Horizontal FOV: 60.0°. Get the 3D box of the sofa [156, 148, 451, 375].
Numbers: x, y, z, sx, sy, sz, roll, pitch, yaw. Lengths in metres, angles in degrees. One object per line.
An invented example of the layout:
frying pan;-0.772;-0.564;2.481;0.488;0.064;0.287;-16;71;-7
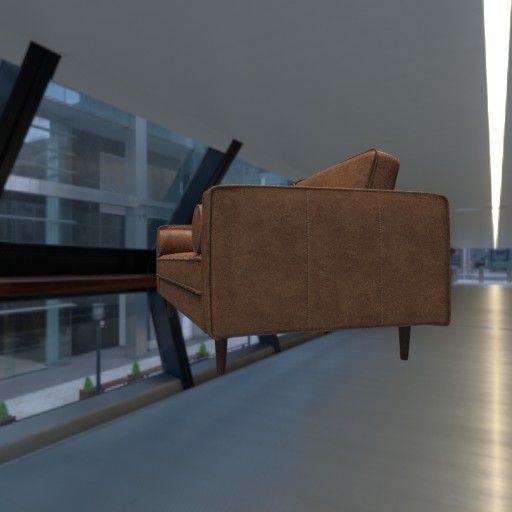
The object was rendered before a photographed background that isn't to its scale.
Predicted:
sofa;0.000;0.000;2.386;0.924;0.825;1.920;0;0;-17
